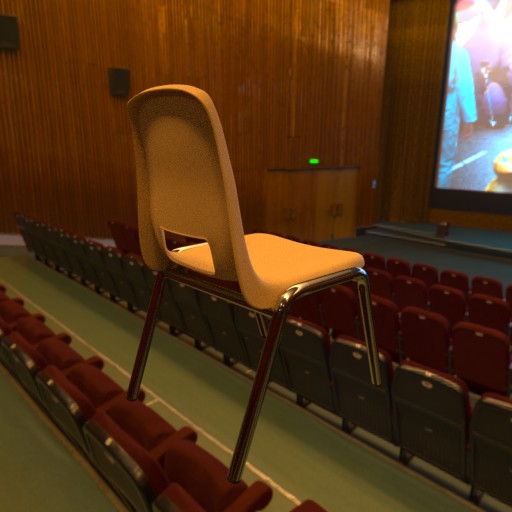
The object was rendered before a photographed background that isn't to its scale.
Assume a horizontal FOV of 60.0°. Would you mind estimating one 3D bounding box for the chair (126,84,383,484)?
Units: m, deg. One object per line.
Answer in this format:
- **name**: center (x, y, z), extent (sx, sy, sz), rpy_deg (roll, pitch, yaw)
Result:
- **chair**: center (0.000, 0.000, 0.849), extent (0.423, 0.586, 0.354), rpy_deg (-15, 21, -43)
